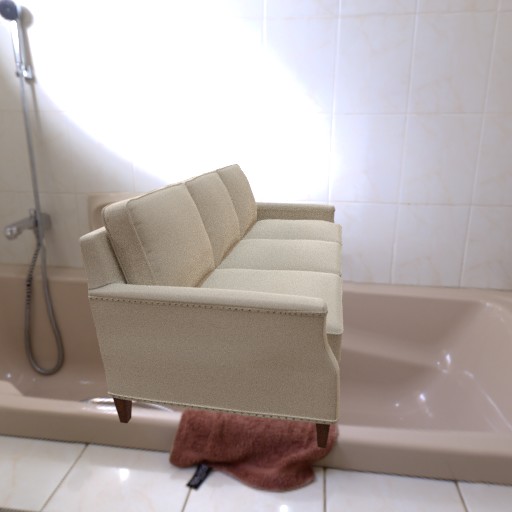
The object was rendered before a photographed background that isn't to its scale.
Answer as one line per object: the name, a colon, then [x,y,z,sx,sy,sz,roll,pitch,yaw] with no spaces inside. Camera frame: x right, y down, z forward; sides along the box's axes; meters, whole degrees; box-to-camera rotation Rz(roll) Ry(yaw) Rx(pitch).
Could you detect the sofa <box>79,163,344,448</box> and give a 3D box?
sofa: [0.000,0.000,2.798,1.084,1.003,2.246,3,17,10]
